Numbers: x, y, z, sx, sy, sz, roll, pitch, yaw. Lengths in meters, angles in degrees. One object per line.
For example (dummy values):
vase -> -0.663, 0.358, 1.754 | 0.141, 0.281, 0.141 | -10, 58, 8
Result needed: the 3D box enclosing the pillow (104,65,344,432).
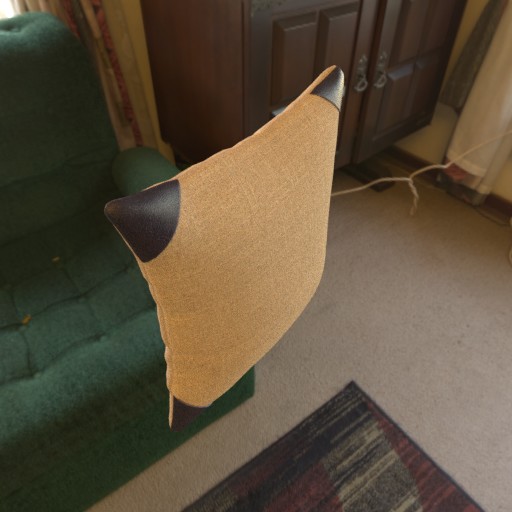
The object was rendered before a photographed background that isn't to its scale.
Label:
pillow -> 0.000, 0.000, 0.669 | 0.147, 0.441, 0.440 | 26, 49, 25
